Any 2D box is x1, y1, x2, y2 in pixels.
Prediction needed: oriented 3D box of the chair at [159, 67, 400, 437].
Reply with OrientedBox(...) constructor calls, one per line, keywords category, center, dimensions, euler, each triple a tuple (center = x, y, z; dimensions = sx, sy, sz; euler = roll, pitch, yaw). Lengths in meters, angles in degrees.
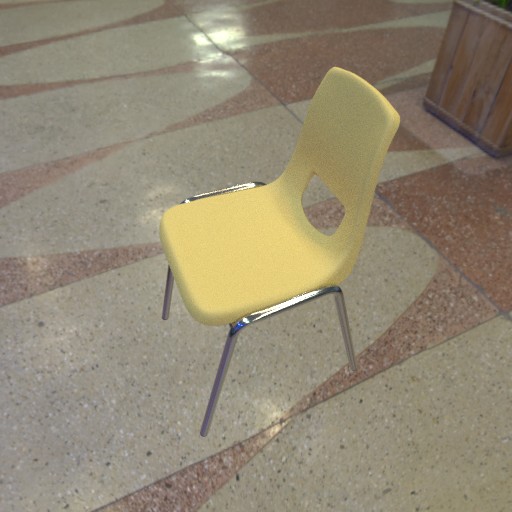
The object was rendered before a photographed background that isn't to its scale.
OrientedBox(category="chair", center=(0.000, 0.000, 0.967), dimensions=(0.436, 0.704, 0.381), euler=(-17, 49, -15))
